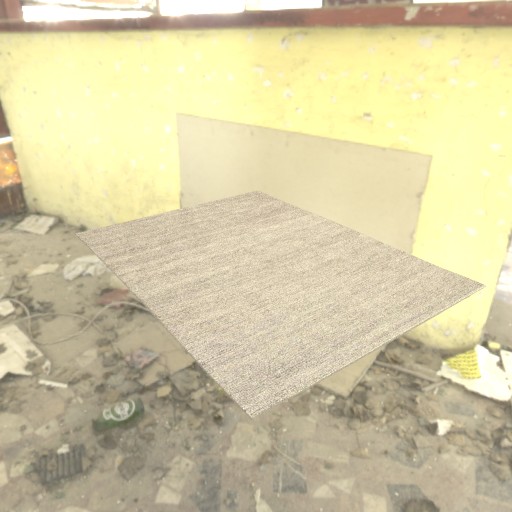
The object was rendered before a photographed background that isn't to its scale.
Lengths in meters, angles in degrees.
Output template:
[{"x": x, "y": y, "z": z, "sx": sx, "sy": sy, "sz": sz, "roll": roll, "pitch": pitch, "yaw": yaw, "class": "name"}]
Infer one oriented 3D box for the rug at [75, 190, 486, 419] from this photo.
[{"x": 0.000, "y": 0.000, "z": 4.198, "sx": 2.434, "sy": 0.045, "sz": 3.202, "roll": -18, "pitch": 31, "yaw": -32, "class": "rug"}]
